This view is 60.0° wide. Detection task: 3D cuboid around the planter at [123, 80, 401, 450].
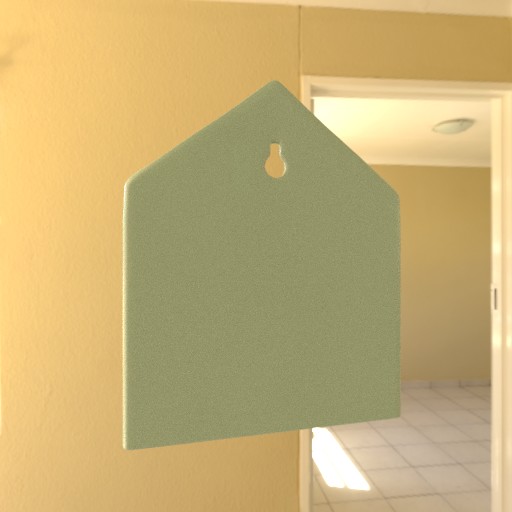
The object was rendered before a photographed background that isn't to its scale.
[{"bbox_3d":[0.000,0.000,0.285,0.164,0.197,0.079,0,0,-17],"label":"planter"}]
